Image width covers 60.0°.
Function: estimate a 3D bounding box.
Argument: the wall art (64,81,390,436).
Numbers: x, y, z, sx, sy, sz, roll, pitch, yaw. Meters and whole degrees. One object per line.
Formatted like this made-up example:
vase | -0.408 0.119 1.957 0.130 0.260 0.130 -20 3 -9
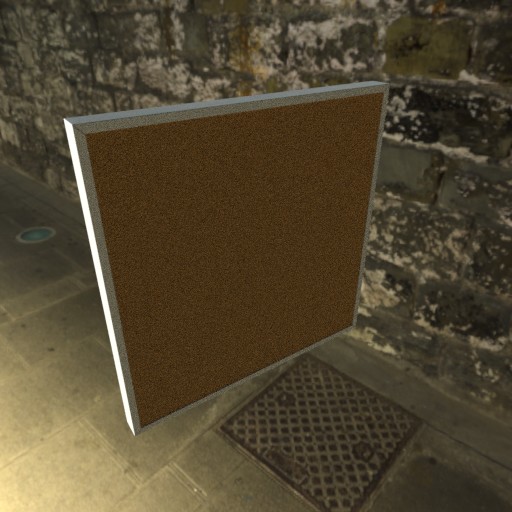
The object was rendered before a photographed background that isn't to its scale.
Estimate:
wall art | 0.000 0.000 0.744 0.508 0.508 0.037 -19 35 -29
